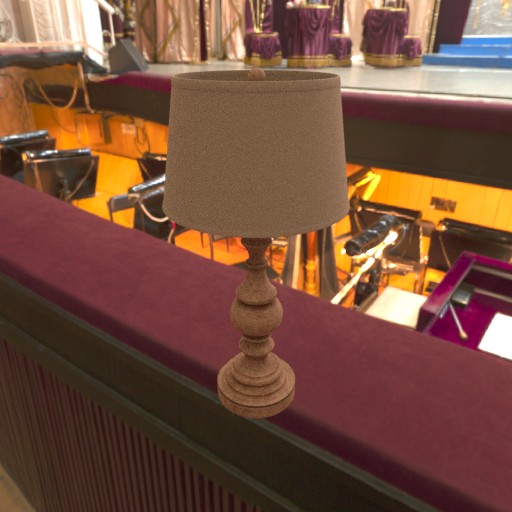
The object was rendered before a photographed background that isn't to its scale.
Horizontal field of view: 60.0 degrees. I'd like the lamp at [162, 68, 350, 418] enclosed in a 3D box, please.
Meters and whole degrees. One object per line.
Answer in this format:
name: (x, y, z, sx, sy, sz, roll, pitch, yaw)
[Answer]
lamp: (0.000, 0.000, 0.867, 0.340, 0.678, 0.340, 0, 26, 0)
